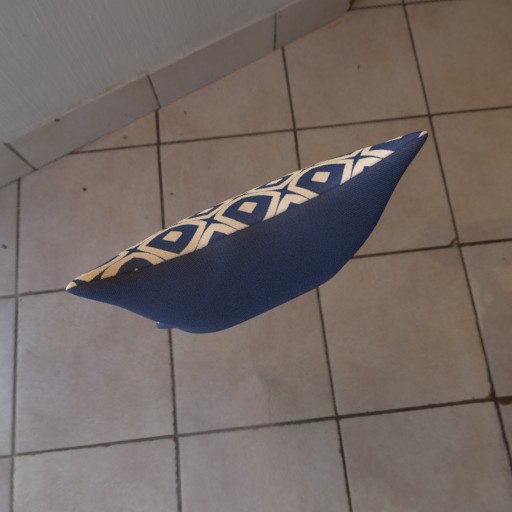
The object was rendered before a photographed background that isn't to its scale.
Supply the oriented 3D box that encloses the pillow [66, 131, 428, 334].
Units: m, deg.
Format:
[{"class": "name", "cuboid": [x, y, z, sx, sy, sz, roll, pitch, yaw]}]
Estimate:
[{"class": "pillow", "cuboid": [0.000, 0.000, 0.796, 0.504, 0.494, 0.188, -24, 77, -6]}]
